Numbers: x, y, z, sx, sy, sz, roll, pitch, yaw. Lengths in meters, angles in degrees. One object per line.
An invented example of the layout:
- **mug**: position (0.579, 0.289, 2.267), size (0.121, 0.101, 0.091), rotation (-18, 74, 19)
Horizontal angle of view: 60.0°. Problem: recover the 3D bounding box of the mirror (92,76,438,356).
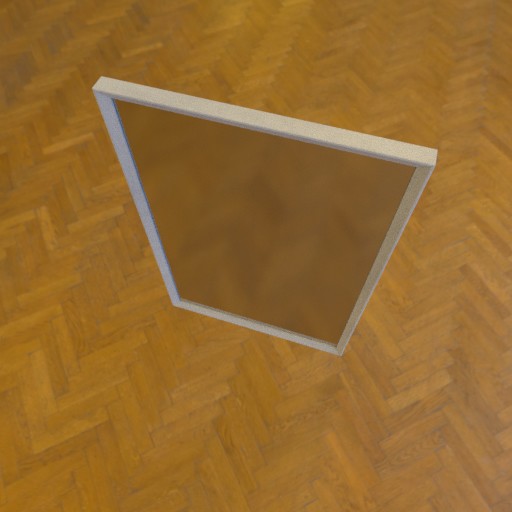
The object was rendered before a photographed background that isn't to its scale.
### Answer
- **mirror**: position (0.000, 0.000, 1.149), size (0.609, 0.915, 0.041), rotation (15, 60, 9)
